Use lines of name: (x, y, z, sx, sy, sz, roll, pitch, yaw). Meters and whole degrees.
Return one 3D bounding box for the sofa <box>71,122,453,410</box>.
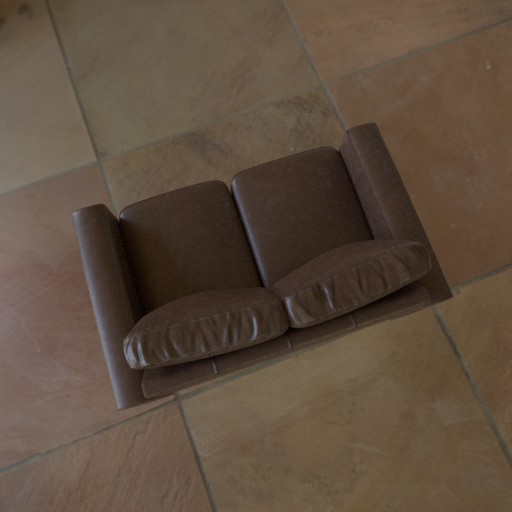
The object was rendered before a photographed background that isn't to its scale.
sofa: (0.000, 0.000, 2.233, 1.616, 0.873, 1.016, -18, 76, -5)
